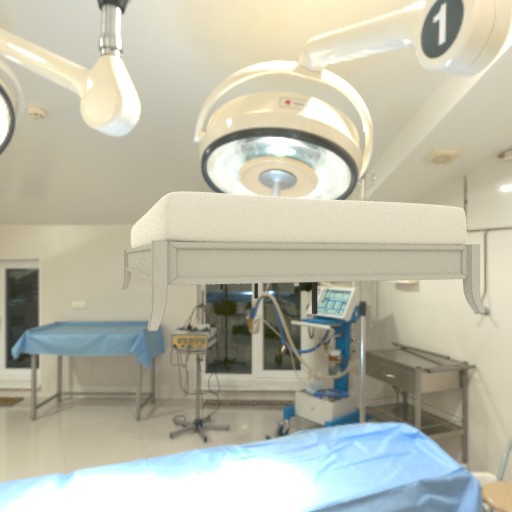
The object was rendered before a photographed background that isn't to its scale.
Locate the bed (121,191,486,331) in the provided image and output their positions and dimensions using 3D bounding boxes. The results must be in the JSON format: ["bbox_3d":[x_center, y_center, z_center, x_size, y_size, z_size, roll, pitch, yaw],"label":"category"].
[{"bbox_3d":[0.000,0.000,2.658,1.460,0.510,1.985,0,0,-19],"label":"bed"}]
